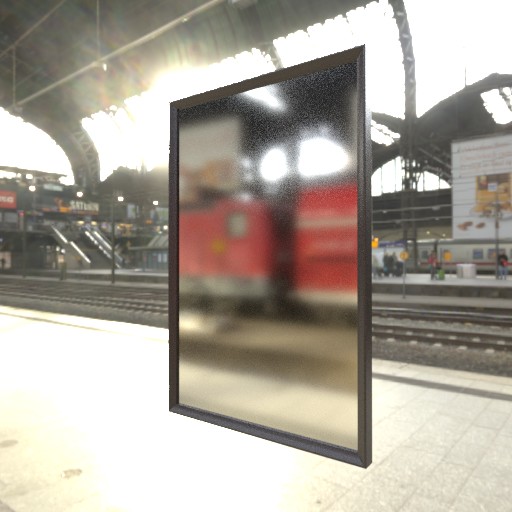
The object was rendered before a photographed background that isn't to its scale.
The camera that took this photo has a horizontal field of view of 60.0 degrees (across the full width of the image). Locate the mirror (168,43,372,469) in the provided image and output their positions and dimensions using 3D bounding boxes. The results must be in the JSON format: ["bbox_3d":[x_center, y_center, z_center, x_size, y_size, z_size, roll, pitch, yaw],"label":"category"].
[{"bbox_3d":[0.000,0.000,1.146,0.609,0.915,0.041,0,-1,36],"label":"mirror"}]
